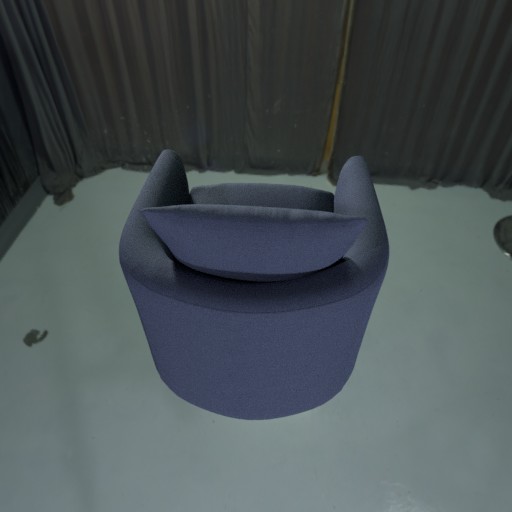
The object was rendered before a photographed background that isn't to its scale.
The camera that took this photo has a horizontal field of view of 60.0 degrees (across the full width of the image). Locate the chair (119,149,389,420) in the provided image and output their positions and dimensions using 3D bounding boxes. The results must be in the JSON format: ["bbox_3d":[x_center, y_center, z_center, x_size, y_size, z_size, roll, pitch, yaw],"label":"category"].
[{"bbox_3d":[0.000,0.000,1.603,0.845,0.848,0.910,2,46,2],"label":"chair"}]
